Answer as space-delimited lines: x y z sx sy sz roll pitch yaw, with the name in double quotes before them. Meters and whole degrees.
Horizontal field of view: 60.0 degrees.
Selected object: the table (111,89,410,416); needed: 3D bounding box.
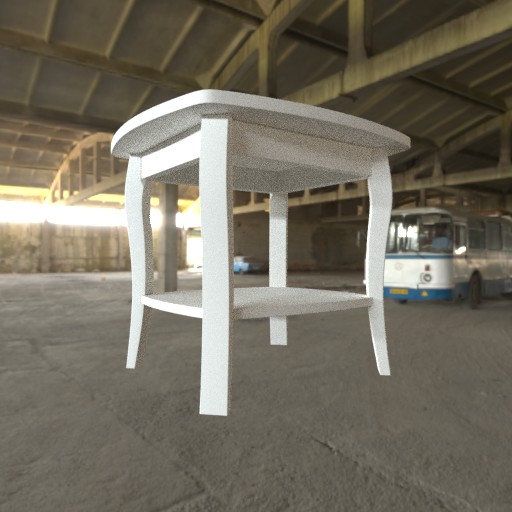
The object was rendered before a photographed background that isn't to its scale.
"table" 0.000 0.000 0.857 0.502 0.438 0.451 0 0 -35
